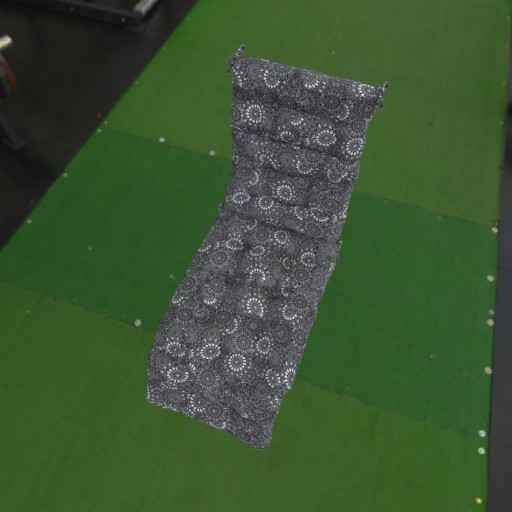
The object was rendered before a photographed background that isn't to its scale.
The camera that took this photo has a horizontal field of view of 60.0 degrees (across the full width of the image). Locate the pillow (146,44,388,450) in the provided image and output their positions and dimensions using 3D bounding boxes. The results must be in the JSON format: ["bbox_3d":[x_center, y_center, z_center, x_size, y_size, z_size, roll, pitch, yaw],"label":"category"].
[{"bbox_3d":[0.000,0.000,1.500,0.526,0.863,1.016,18,60,11],"label":"pillow"}]
